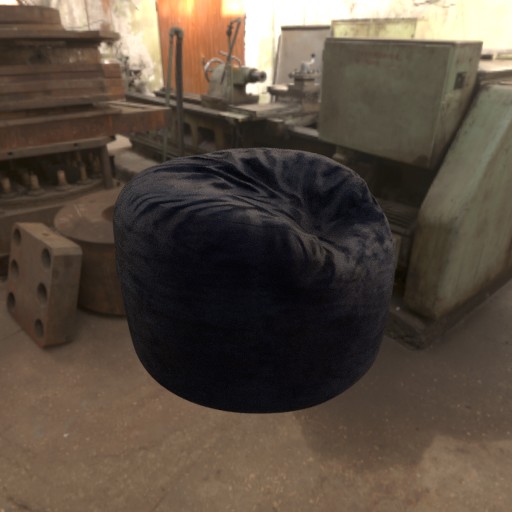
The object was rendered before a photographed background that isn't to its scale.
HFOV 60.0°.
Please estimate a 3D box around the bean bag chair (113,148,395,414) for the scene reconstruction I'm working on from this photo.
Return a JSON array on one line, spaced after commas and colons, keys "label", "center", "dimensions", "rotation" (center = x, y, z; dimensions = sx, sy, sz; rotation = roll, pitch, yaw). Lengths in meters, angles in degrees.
[{"label": "bean bag chair", "center": [0.000, 0.000, 1.517], "dimensions": [0.918, 0.616, 0.918], "rotation": [0, 26, 0]}]
